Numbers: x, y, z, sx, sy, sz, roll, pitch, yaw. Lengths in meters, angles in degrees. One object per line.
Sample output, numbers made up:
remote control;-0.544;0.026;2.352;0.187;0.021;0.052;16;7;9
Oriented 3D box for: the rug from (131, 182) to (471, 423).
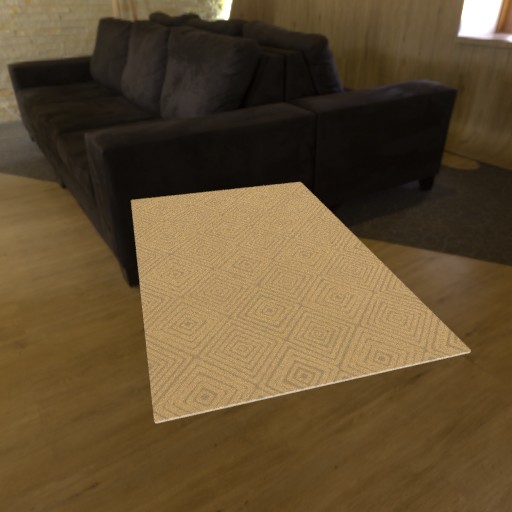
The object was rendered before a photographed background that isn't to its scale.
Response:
rug;0.000;0.000;2.214;1.143;0.008;1.753;-8;32;-14
